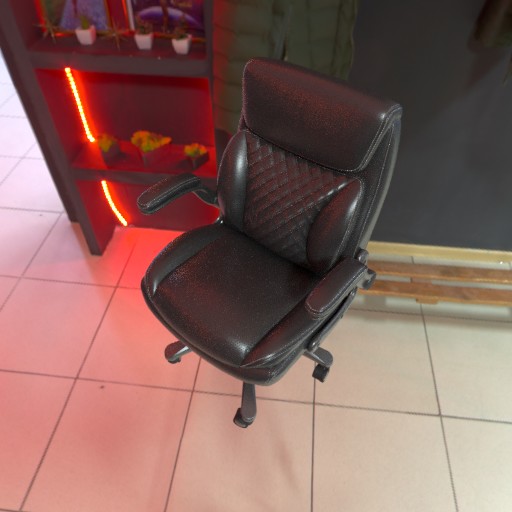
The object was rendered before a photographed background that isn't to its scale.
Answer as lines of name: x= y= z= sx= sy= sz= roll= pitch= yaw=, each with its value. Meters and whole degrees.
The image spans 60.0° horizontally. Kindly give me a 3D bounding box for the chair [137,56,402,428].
chair: x=0.000 y=0.000 z=1.580 sx=0.782 sy=1.110 sz=0.724 roll=30 pitch=54 yaw=26
